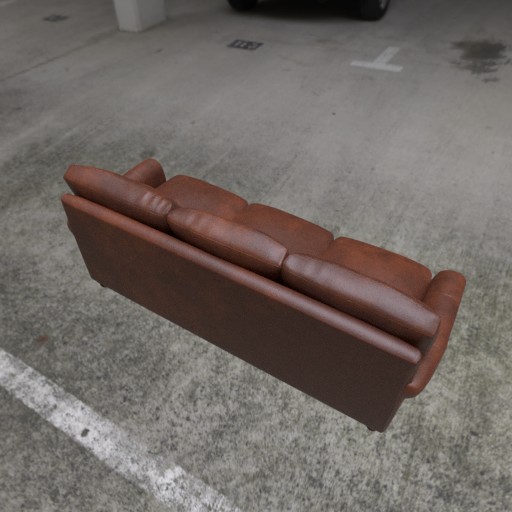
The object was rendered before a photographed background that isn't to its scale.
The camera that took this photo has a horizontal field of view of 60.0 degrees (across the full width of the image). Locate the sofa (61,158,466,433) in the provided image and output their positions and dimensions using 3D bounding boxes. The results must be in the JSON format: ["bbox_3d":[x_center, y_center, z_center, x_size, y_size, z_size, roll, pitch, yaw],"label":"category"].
[{"bbox_3d":[0.000,0.000,2.751,2.351,0.977,0.973,23,50,21],"label":"sofa"}]
